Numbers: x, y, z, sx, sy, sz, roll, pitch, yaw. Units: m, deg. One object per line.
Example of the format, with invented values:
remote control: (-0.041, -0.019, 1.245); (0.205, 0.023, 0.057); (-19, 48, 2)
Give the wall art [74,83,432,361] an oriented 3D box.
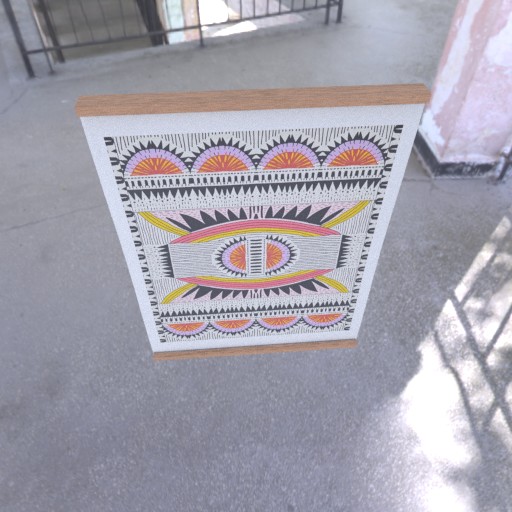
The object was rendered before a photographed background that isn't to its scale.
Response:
wall art: (0.000, 0.000, 0.693); (0.403, 0.527, 0.028); (-3, 46, -3)
